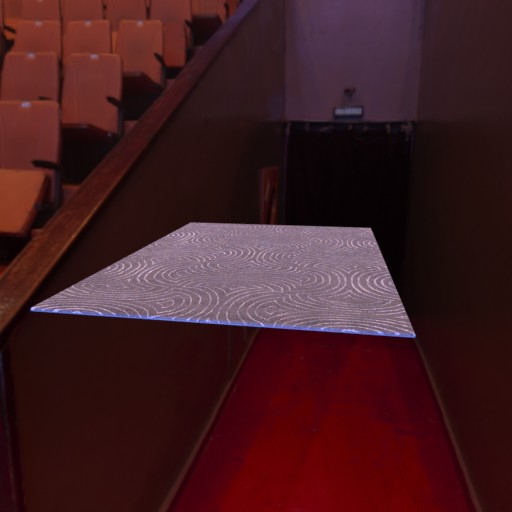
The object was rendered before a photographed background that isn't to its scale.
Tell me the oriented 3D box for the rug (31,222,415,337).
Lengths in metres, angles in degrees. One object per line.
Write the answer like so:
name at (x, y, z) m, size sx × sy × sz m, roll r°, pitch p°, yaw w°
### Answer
rug at (0.000, 0.000, 2.749) m, size 1.543 × 0.015 × 2.144 m, roll 2°, pitch 14°, yaw 10°
